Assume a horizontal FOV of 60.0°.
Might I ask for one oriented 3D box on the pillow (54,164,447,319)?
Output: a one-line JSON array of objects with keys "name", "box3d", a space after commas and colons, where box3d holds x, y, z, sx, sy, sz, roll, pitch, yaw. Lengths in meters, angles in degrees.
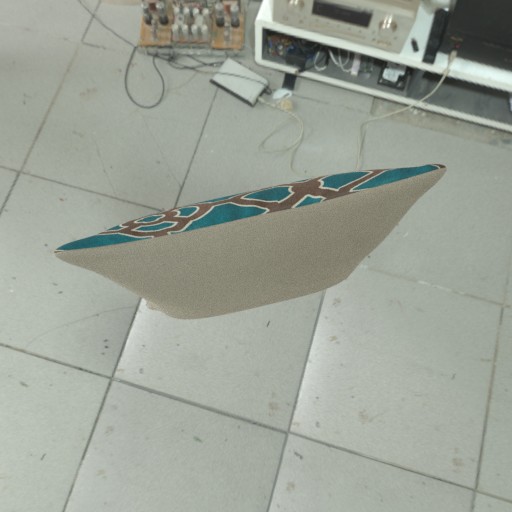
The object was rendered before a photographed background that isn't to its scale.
[{"name": "pillow", "box3d": [0.000, 0.000, 0.817, 0.526, 0.507, 0.166, -13, 75, -3]}]
